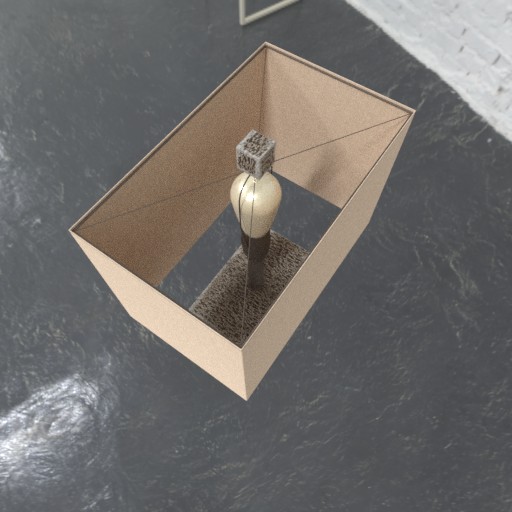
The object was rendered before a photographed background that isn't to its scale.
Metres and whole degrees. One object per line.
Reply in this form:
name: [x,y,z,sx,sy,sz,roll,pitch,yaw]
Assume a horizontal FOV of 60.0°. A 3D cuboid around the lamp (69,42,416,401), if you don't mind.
lamp: [0.000,0.000,0.562,0.180,0.411,0.294,32,67,16]
